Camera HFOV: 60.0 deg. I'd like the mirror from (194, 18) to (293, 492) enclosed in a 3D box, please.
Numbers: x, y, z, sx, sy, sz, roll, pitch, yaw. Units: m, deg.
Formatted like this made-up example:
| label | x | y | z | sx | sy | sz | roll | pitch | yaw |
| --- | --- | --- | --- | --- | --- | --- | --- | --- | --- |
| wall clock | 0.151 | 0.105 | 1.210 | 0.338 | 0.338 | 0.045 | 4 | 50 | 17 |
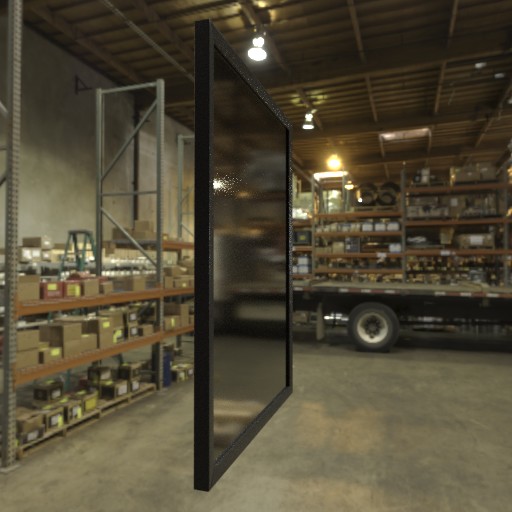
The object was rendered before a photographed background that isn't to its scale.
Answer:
| label | x | y | z | sx | sy | sz | roll | pitch | yaw |
| --- | --- | --- | --- | --- | --- | --- | --- | --- | --- |
| mirror | 0.000 | 0.000 | 1.318 | 0.040 | 1.016 | 0.762 | 0 | -1 | 18 |
